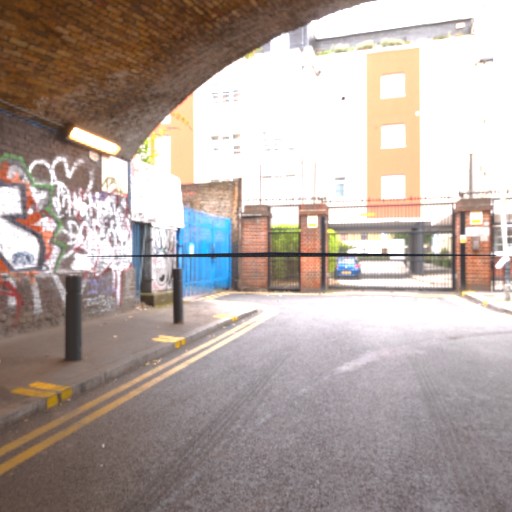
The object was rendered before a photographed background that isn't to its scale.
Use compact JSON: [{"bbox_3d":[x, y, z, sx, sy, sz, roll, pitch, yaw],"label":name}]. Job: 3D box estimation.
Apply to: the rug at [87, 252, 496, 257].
[{"bbox_3d":[0.000,0.000,2.268,1.200,0.005,1.819,0,-1,-36],"label":"rug"}]
